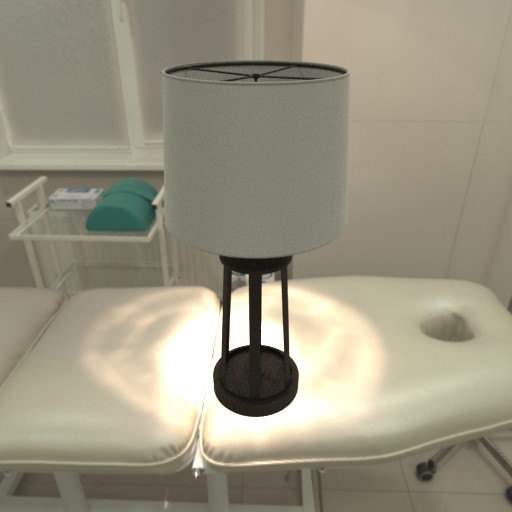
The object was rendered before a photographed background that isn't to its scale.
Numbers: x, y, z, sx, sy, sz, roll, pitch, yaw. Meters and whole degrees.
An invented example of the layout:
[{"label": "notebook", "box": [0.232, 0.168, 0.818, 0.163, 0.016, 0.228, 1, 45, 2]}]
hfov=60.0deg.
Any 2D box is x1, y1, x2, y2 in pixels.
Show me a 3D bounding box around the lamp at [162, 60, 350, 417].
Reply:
[{"label": "lamp", "box": [0.000, 0.000, 0.652, 0.251, 0.509, 0.251, 0, 29, 0]}]
